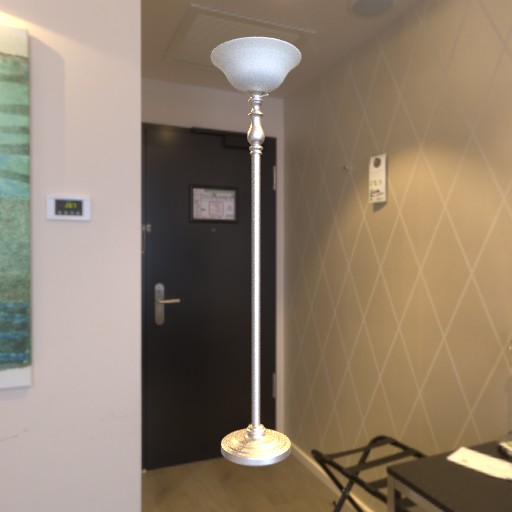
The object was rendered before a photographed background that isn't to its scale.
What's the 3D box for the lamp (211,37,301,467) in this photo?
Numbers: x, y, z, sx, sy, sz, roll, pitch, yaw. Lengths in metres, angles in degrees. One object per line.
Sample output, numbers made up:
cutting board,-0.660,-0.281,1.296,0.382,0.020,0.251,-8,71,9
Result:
lamp,0.000,0.000,1.996,0.405,1.771,0.405,0,0,37
